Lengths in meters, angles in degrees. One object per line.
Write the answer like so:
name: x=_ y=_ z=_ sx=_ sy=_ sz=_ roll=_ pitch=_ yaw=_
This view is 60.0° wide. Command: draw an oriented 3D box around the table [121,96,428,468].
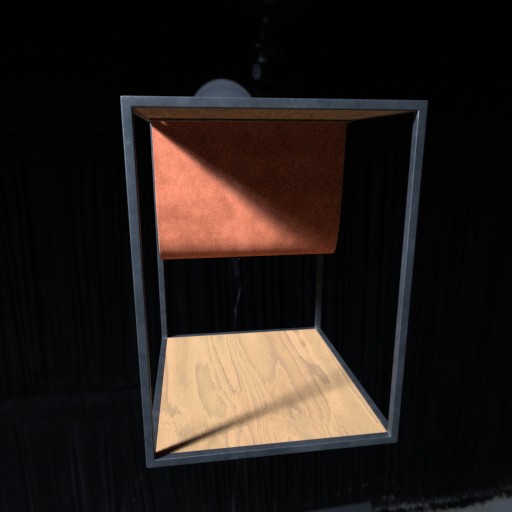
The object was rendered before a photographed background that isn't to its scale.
table: x=0.000 y=0.000 z=0.844 sx=0.399 sy=0.536 sz=0.450 roll=-2 pitch=14 yaw=-8
